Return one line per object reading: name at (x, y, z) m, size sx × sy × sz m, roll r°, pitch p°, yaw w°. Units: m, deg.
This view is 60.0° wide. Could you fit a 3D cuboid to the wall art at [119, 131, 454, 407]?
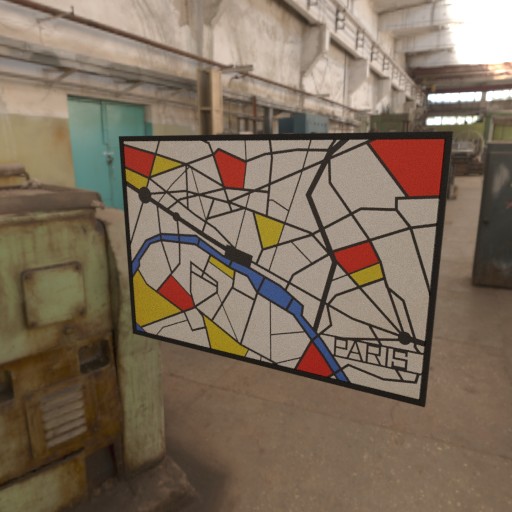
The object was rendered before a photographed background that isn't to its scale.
wall art at (0.000, 0.000, 0.865) m, size 0.664 × 0.458 × 0.013 m, roll 7°, pitch 16°, yaw 27°
